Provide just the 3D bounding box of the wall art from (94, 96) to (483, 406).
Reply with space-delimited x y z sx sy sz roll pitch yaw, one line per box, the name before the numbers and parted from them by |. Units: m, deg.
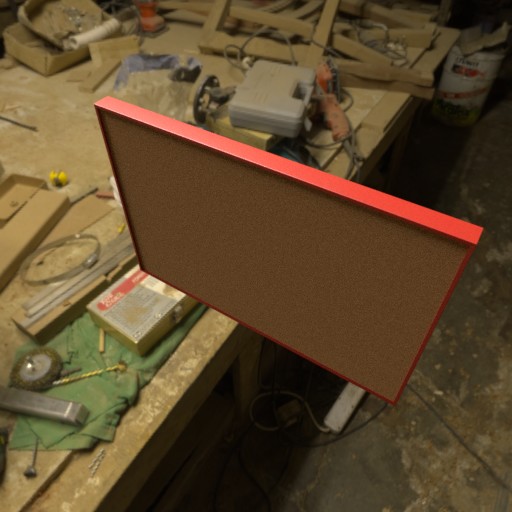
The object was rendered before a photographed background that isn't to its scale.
wall art | 0.000 0.000 0.764 0.607 0.405 0.033 25 51 22
